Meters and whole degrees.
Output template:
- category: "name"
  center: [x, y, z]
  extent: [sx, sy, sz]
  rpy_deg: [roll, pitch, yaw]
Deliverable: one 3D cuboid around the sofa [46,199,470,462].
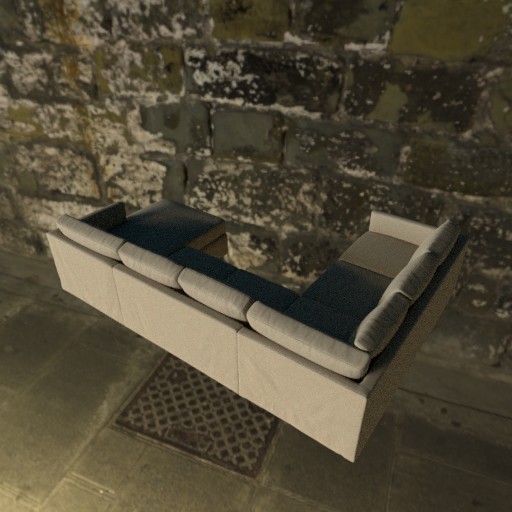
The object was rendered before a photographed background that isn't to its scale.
- category: "sofa"
  center: [0.000, 0.000, 4.511]
  extent: [3.460, 0.882, 2.427]
  rpy_deg: [22, 39, 29]
